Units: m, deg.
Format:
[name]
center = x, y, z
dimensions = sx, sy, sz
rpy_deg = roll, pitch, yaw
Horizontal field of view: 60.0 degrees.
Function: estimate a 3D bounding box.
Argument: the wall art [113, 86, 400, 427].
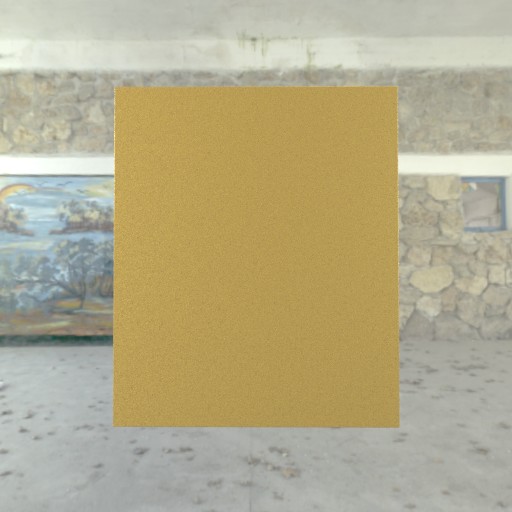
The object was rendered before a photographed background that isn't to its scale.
[wall art]
center = 0.000, 0.000, 0.858
dimensions = 0.537, 0.642, 0.048
rpy_deg = 0, -1, 0
